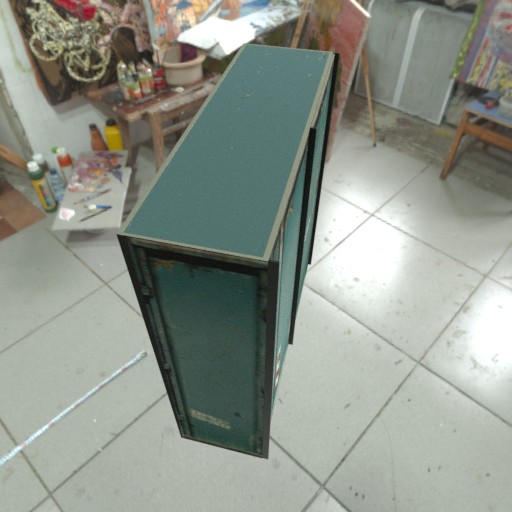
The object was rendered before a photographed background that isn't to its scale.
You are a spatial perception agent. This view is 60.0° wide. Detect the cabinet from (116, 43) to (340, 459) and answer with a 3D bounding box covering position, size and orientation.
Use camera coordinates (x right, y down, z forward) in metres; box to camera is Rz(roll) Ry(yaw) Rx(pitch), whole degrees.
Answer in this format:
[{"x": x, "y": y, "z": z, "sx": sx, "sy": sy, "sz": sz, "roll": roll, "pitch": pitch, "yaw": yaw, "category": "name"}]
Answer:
[{"x": 0.000, "y": 0.000, "z": 3.205, "sx": 0.680, "sy": 2.160, "sz": 2.000, "roll": 10, "pitch": 48, "yaw": 9, "category": "cabinet"}]
